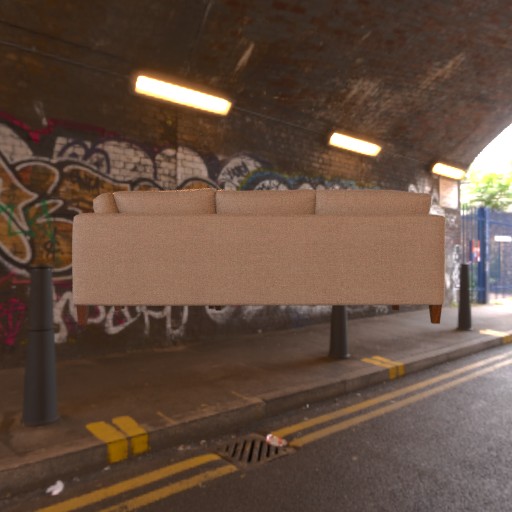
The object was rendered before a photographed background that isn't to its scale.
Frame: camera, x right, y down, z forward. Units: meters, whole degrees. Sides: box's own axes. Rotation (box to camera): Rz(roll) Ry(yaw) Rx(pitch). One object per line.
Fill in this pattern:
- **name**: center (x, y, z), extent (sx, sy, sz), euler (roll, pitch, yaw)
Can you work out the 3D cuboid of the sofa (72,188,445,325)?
- **sofa**: center (0.000, 0.000, 4.726), extent (2.594, 0.961, 3.460), euler (0, 0, -1)
